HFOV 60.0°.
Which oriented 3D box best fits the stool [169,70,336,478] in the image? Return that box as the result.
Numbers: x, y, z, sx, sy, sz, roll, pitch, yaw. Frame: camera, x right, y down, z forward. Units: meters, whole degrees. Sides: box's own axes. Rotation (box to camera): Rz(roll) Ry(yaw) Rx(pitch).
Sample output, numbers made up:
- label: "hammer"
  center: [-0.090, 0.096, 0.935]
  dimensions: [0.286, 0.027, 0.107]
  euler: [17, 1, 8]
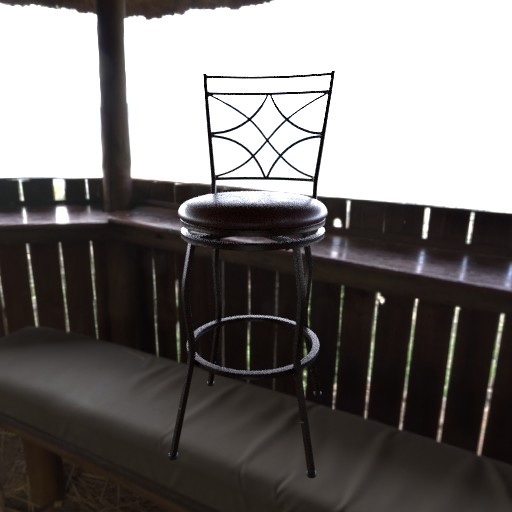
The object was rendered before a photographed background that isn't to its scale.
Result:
- label: "stool"
  center: [0.000, 0.000, 1.371]
  dimensions: [0.434, 1.117, 0.534]
  euler: [3, 15, 10]
